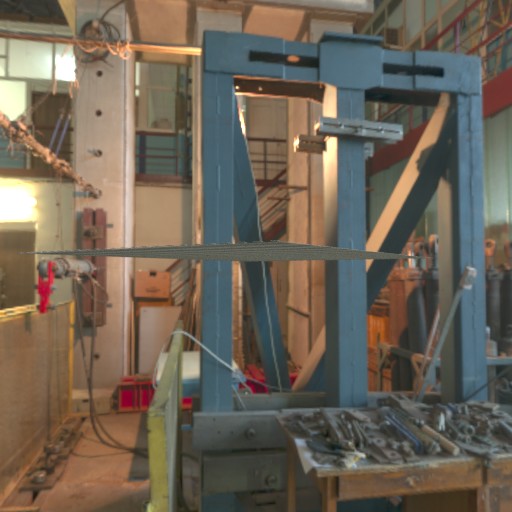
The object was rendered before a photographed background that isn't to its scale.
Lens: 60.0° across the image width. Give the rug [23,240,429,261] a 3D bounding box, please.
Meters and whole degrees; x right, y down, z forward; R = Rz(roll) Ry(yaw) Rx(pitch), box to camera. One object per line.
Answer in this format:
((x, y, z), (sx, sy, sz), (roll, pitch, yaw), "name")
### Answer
((0.000, 0.000, 4.109), (2.439, 0.005, 3.201), (-2, -3, 35), "rug")
